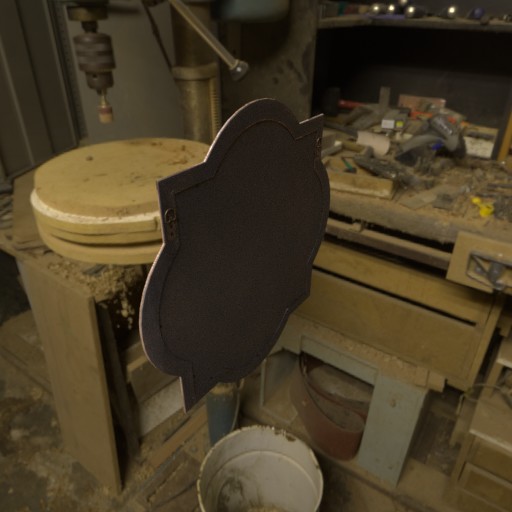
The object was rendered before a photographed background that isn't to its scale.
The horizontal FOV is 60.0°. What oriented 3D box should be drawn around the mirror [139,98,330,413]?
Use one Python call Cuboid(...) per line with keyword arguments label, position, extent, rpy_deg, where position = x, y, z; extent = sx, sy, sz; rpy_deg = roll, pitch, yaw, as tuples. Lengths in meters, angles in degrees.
Cuboid(label="mirror", position=(0.000, 0.000, 1.036), extent=(0.019, 0.686, 0.686), rpy_deg=(21, 37, 30))
